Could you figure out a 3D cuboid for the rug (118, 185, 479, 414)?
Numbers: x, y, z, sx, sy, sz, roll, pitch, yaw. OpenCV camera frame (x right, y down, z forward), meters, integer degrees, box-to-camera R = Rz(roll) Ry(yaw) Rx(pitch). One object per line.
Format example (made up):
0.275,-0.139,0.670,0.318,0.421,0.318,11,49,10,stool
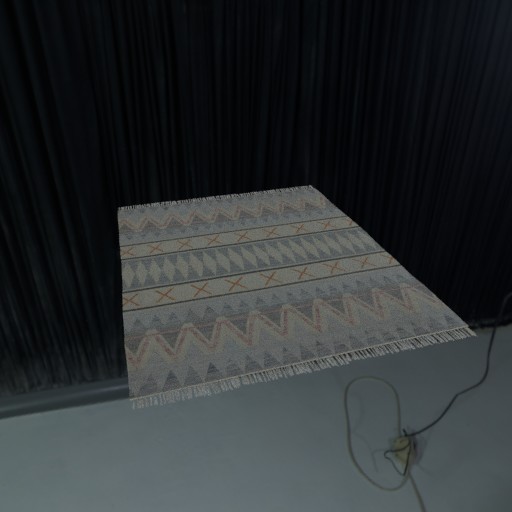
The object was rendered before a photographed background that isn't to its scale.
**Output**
0.000,0.000,4.012,2.371,0.012,3.000,-8,31,-14,rug
